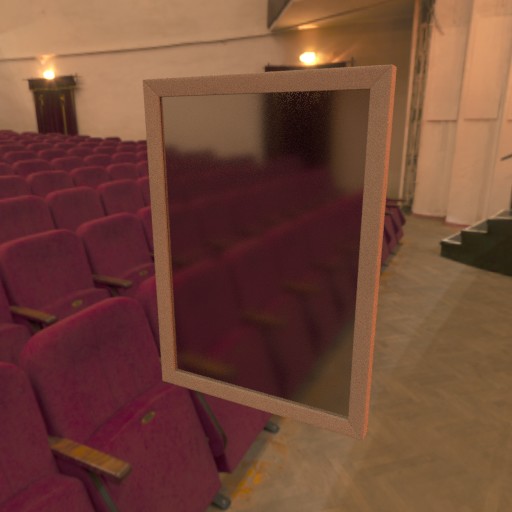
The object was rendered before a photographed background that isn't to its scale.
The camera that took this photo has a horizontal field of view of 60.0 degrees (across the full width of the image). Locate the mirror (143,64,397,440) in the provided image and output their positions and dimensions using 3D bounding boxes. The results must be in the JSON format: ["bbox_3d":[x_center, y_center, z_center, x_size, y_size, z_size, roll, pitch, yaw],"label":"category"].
[{"bbox_3d":[0.000,0.000,0.930,0.507,0.710,0.040,8,18,25],"label":"mirror"}]
